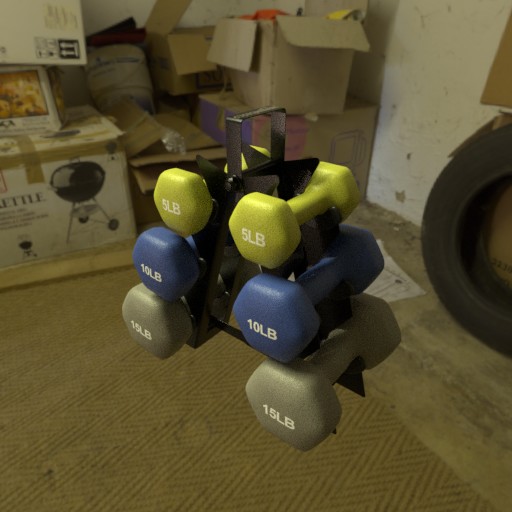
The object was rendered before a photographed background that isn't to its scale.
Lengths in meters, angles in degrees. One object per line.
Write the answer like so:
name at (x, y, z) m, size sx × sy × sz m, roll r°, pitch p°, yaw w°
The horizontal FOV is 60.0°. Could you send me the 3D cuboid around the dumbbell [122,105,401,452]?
dumbbell at (0.000, 0.000, 0.673) m, size 0.416 × 0.426 × 0.261 m, roll 22°, pitch 36°, yaw 33°
